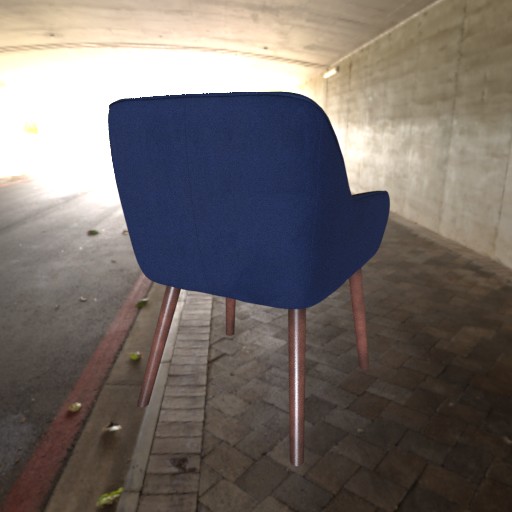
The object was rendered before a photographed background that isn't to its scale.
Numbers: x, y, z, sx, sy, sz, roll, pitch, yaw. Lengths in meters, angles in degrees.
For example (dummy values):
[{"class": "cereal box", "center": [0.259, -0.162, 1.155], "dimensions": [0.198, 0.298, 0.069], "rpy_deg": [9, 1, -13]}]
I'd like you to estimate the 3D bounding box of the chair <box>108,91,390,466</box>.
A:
[{"class": "chair", "center": [0.000, 0.000, 1.238], "dimensions": [0.600, 0.820, 0.600], "rpy_deg": [8, 18, 27]}]
